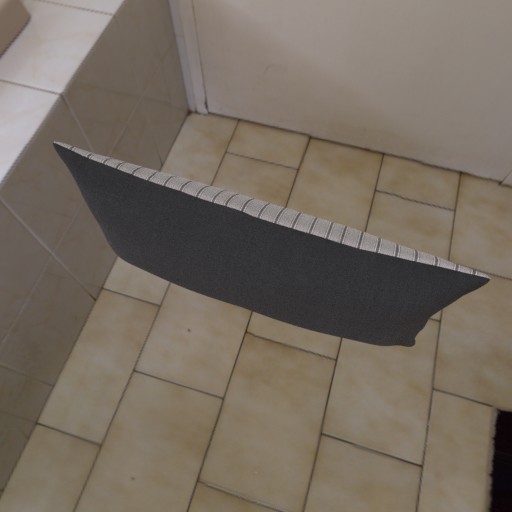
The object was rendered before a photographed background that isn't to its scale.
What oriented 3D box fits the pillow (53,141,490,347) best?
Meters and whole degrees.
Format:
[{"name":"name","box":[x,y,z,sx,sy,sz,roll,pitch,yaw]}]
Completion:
[{"name":"pillow","box":[0.000,0.000,0.713,0.609,0.305,0.151,18,65,8]}]
